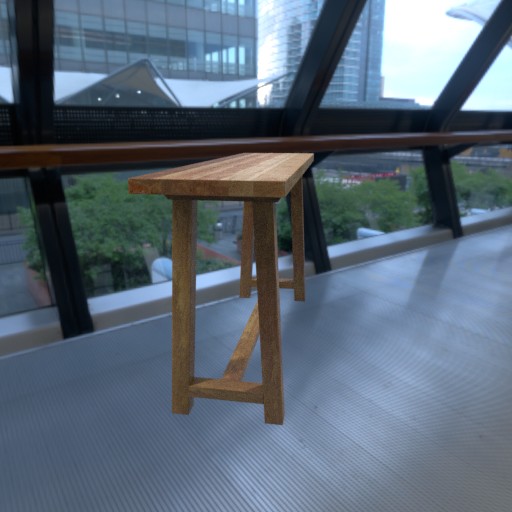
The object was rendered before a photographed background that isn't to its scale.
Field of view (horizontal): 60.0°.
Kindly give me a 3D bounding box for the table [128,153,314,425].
[{"bbox_3d":[0.000,0.000,1.934,0.405,0.810,1.524,3,16,9],"label":"table"}]
